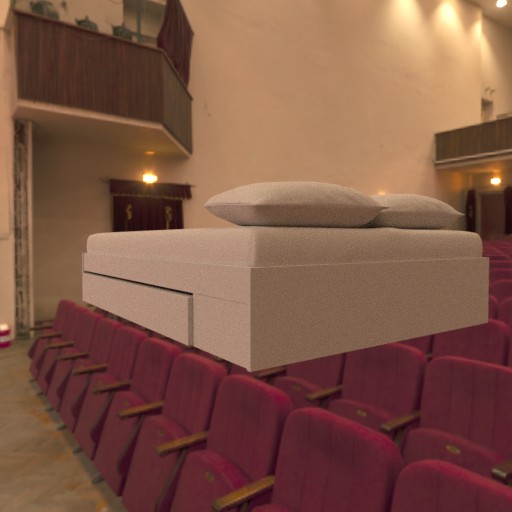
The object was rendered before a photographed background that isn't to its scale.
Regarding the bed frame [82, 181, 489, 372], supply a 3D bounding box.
[{"bbox_3d":[0.000,0.000,2.555,1.450,0.629,1.950,-1,2,-35],"label":"bed frame"}]
